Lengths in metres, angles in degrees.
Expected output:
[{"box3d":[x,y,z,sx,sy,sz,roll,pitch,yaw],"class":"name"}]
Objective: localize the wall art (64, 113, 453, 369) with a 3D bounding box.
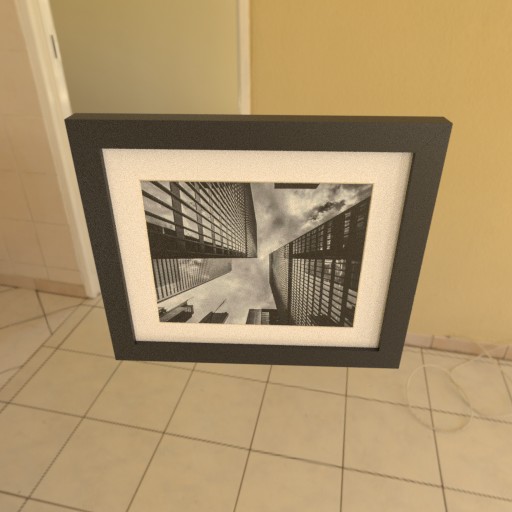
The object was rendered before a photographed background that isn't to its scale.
[{"box3d":[0.000,0.000,0.526,0.381,0.321,0.028,1,30,2],"class":"wall art"}]
